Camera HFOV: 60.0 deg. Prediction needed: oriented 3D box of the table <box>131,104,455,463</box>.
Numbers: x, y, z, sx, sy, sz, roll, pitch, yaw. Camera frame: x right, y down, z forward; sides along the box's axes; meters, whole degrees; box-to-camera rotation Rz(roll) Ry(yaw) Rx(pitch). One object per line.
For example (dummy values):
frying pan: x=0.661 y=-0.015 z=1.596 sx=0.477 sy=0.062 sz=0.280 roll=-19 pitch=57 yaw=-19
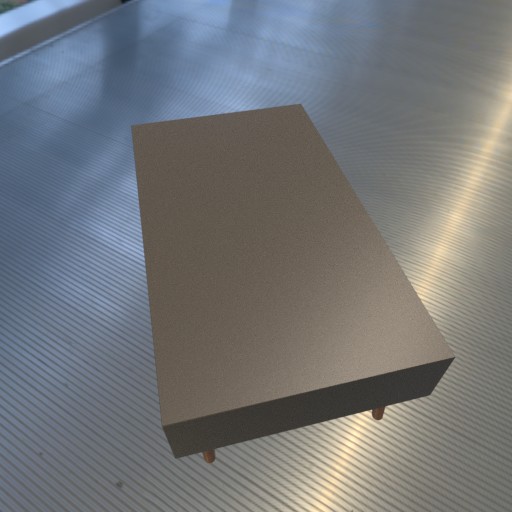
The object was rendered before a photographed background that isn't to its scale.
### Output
table: x=0.000 y=0.000 z=1.531 sx=0.703 sy=0.404 sz=1.201 roll=-10 pitch=49 yaw=-9
